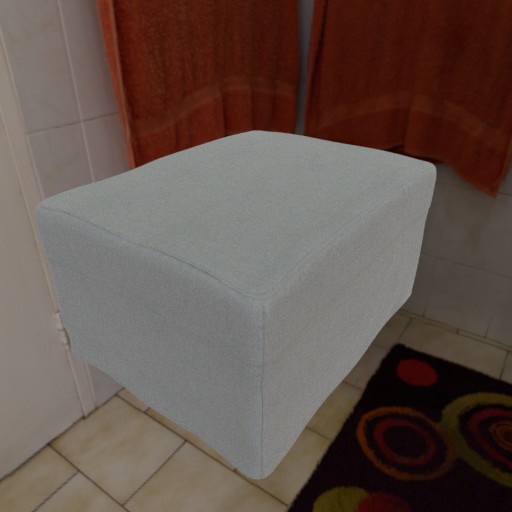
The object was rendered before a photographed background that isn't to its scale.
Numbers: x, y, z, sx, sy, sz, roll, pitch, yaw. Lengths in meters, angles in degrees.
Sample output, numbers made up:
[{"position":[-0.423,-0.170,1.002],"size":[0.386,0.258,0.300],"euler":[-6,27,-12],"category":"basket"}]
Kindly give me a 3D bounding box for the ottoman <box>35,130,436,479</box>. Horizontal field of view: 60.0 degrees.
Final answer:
[{"position":[0.000,0.000,1.199],"size":[0.648,0.461,0.833],"euler":[20,35,31],"category":"ottoman"}]
